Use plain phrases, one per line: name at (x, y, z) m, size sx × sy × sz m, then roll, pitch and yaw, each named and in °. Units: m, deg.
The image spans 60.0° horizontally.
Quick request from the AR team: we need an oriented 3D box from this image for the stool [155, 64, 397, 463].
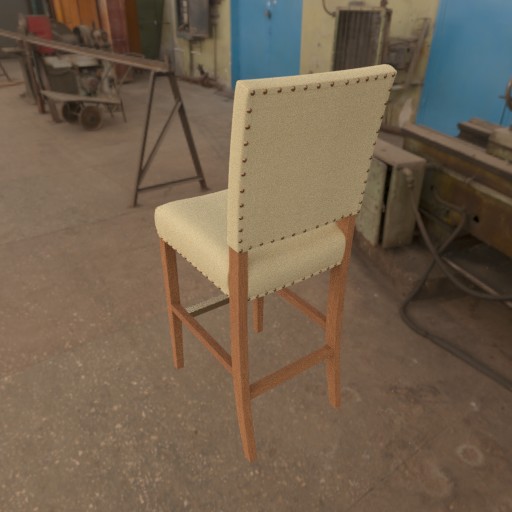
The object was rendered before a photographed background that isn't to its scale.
stool at (0.000, 0.000, 1.436) m, size 0.445 × 1.168 × 0.584 m, roll -19°, pitch 35°, yaw -30°
